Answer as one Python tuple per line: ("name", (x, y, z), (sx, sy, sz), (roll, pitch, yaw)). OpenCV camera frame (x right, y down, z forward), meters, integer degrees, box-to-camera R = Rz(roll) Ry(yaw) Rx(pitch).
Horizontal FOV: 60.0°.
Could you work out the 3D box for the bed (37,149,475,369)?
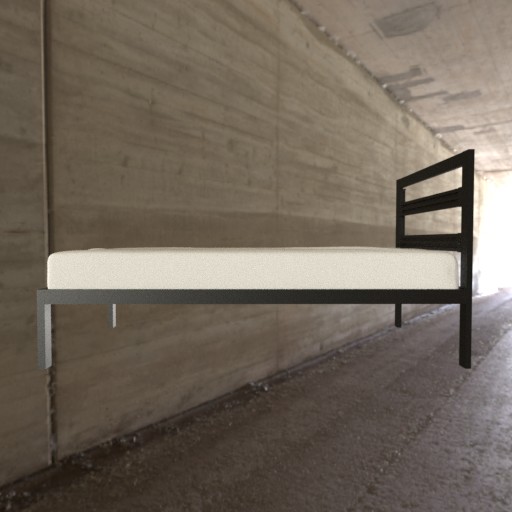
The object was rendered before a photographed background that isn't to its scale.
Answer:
("bed", (0.000, 0.000, 2.442), (1.930, 0.967, 0.991), (0, 2, 0))
